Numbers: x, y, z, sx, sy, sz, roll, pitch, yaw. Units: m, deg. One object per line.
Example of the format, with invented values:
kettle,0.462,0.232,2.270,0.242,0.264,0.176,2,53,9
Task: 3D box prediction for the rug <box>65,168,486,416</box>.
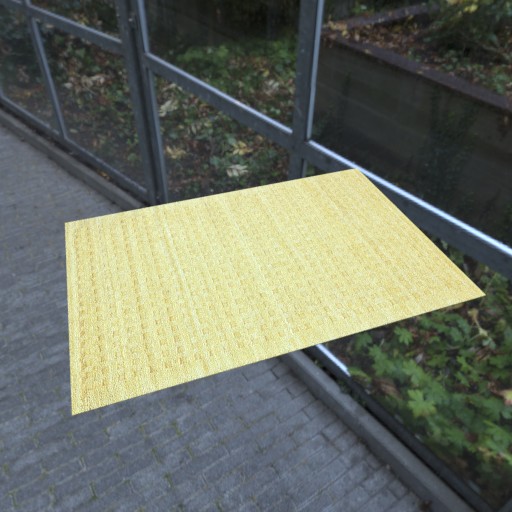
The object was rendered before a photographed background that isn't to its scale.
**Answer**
rug,0.000,0.000,2.825,2.286,0.006,1.524,-13,43,-14
